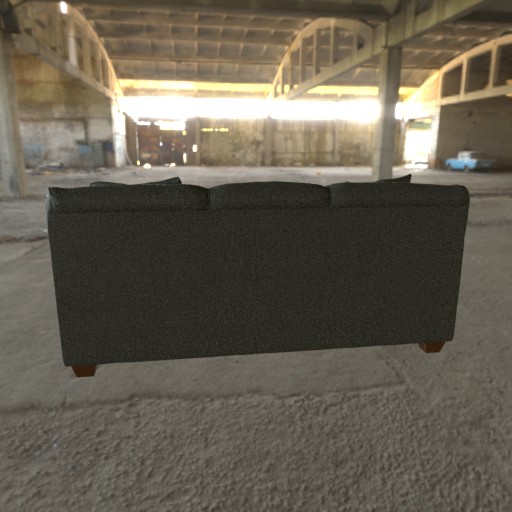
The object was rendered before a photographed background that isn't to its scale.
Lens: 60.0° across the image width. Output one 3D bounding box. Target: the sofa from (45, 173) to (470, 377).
[{"bbox_3d":[0.000,0.000,2.610,2.024,0.958,0.997,-2,14,-8],"label":"sofa"}]
